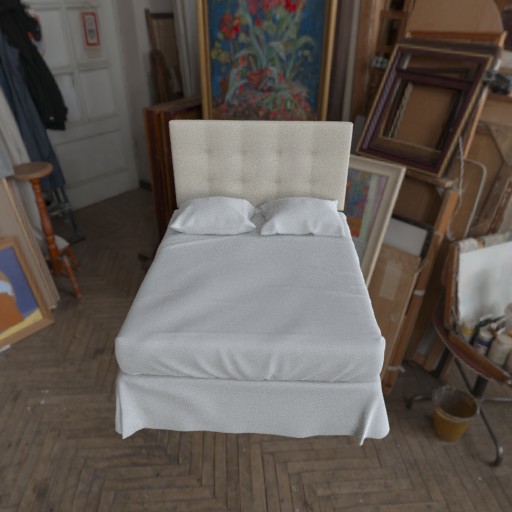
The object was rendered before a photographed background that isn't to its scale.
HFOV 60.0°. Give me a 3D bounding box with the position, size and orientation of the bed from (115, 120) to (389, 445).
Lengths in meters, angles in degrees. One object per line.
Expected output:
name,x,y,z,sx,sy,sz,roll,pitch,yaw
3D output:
bed,0.000,0.000,3.466,1.936,1.577,2.222,1,31,2
